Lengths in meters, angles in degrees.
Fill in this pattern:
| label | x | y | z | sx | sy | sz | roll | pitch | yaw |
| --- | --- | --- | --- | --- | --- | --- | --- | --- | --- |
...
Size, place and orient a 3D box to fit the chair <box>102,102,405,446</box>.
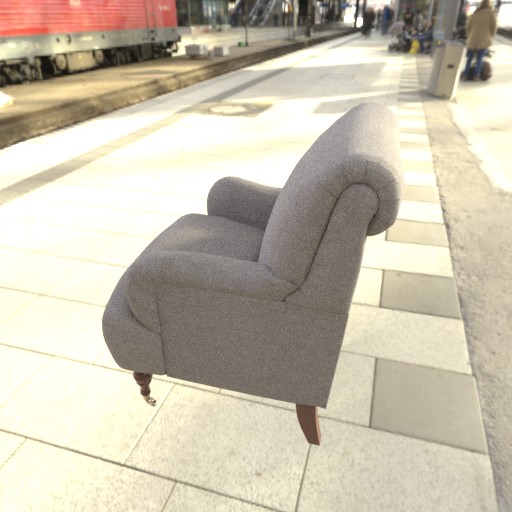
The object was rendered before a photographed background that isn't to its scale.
| label | x | y | z | sx | sy | sz | roll | pitch | yaw |
| --- | --- | --- | --- | --- | --- | --- | --- | --- | --- |
| chair | 0.000 | 0.000 | 1.514 | 0.843 | 0.942 | 0.766 | 7 | 30 | 13 |
